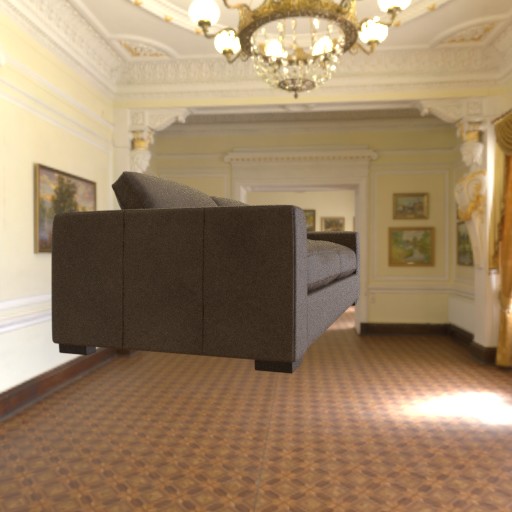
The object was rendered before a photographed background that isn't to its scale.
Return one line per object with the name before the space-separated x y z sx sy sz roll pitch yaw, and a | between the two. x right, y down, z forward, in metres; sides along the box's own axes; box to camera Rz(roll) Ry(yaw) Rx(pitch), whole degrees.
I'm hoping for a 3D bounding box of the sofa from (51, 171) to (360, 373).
sofa | 0.000 0.000 2.730 1.070 0.801 2.262 0 0 19
